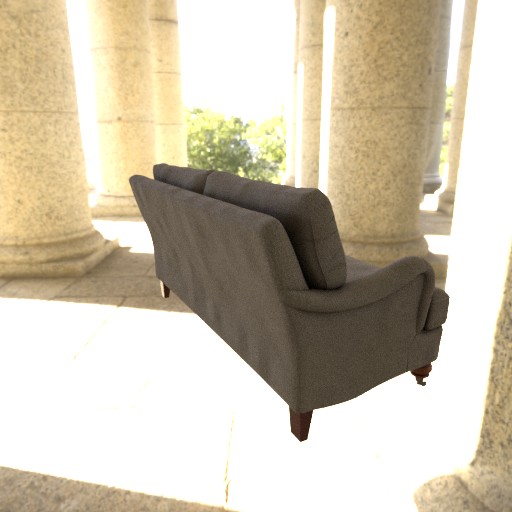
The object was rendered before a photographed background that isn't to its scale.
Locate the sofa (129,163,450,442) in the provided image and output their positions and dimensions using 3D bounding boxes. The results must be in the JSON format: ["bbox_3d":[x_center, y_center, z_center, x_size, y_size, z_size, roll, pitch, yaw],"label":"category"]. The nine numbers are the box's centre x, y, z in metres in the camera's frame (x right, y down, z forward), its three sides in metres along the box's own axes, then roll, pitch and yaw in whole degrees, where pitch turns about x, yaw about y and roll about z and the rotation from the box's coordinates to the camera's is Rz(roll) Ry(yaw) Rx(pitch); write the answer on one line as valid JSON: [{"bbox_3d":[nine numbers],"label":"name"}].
[{"bbox_3d":[0.000,0.000,2.814,1.069,1.096,2.193,-8,17,-27],"label":"sofa"}]
